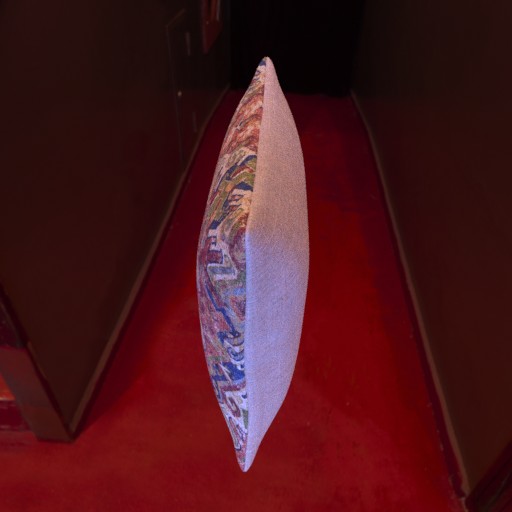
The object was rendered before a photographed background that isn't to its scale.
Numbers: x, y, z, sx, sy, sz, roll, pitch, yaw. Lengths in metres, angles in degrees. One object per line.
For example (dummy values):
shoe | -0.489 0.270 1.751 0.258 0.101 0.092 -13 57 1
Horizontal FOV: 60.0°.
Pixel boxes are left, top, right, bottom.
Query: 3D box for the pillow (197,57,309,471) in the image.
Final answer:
pillow | 0.000 0.000 0.761 0.166 0.506 0.523 2 41 2
